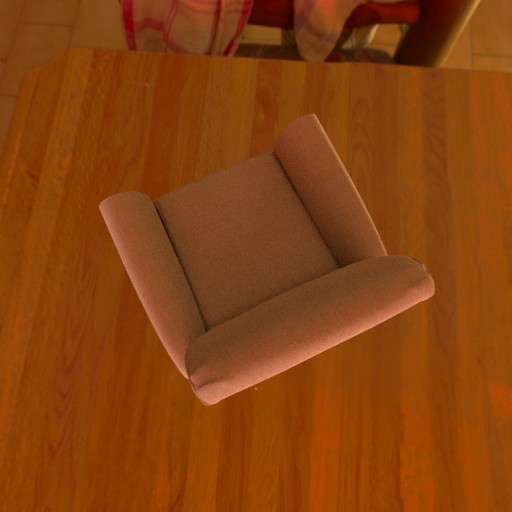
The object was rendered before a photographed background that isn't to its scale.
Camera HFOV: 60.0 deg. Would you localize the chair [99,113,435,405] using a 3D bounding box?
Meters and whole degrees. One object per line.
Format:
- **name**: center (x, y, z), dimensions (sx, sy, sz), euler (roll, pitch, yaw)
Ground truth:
- **chair**: center (0.000, 0.000, 1.782), dimensions (0.978, 1.061, 0.905), euler (-24, 75, -7)
